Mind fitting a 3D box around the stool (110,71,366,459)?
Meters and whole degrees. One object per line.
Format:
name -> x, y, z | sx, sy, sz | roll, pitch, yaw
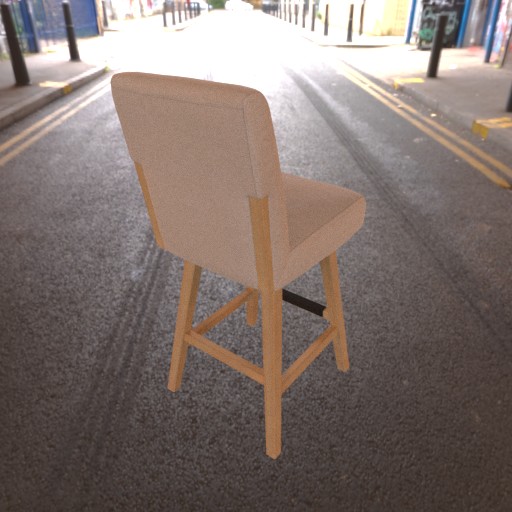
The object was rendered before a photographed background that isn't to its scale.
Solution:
stool -> 0.000, 0.000, 1.271 | 0.446, 1.015, 0.543 | 21, 36, 32
